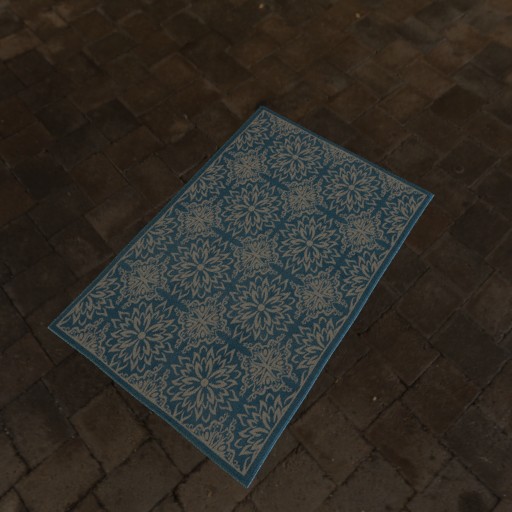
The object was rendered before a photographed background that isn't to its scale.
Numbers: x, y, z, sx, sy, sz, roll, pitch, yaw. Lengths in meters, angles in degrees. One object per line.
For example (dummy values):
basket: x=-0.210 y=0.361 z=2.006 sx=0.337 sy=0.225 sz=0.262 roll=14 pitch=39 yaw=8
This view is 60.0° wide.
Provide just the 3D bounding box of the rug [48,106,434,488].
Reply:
rug: x=0.000 y=0.000 z=2.362 sx=1.211 sy=0.012 sz=1.833 roll=32 pitch=67 yaw=16
